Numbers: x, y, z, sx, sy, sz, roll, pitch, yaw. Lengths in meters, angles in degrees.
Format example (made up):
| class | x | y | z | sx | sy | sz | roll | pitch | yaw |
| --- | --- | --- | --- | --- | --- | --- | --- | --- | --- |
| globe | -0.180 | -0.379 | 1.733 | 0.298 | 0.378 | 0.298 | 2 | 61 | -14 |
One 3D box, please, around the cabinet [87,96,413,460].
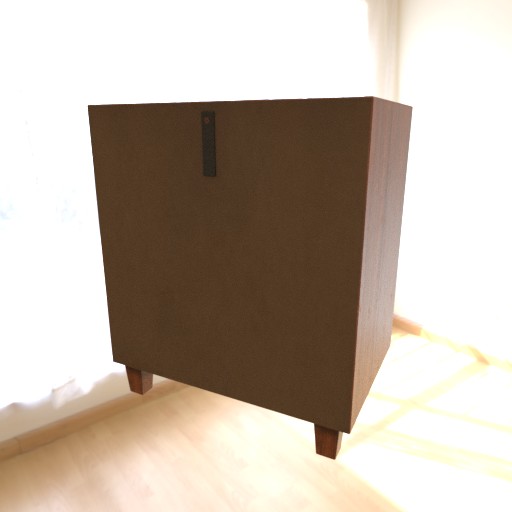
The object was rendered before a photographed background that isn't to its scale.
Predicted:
| class | x | y | z | sx | sy | sz | roll | pitch | yaw |
| --- | --- | --- | --- | --- | --- | --- | --- | --- | --- |
| cabinet | 0.000 | 0.000 | 1.079 | 0.607 | 0.695 | 0.410 | 8 | 18 | 26 |
